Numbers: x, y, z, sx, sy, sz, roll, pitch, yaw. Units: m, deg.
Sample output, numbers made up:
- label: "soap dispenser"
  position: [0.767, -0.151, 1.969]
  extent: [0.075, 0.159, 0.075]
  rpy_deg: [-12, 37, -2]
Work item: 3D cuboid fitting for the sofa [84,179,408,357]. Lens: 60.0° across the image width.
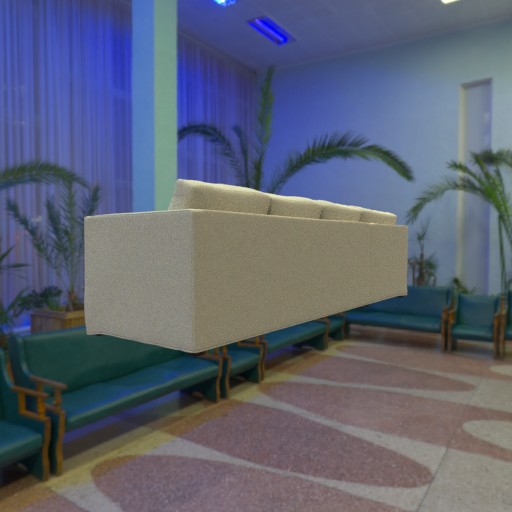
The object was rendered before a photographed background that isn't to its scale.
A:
- label: "sofa"
  position: [0.000, 0.000, 3.885]
  extent: [1.650, 0.922, 3.205]
  rpy_deg: [1, 2, 37]
